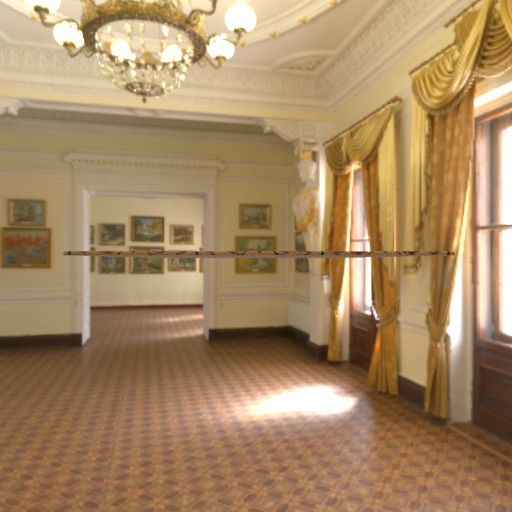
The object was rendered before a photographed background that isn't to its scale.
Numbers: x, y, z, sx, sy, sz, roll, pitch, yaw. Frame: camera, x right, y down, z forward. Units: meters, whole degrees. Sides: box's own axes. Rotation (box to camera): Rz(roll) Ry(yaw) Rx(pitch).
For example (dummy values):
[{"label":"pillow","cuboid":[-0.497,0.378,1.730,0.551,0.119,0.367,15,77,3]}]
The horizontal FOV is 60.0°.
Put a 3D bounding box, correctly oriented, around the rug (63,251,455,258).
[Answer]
[{"label":"rug","cuboid":[0.000,0.000,2.880,1.541,0.018,2.297,0,-1,-1]}]
